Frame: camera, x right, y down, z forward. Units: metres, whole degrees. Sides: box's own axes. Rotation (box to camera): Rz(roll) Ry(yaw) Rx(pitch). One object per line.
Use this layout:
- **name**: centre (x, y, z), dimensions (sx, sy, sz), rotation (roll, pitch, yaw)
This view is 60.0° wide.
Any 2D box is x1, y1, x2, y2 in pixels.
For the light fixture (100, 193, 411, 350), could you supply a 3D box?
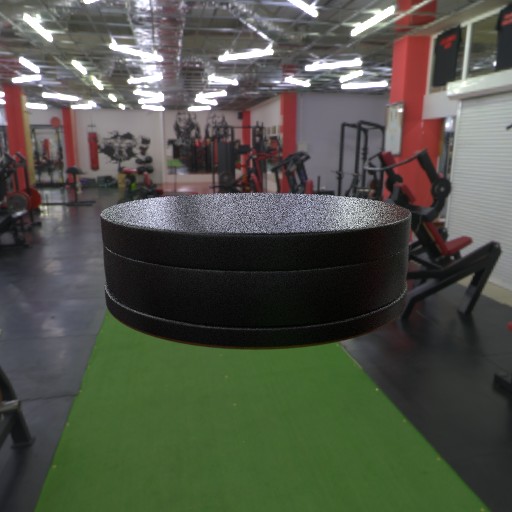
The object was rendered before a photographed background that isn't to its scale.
- **light fixture**: centre (0.000, 0.000, 0.433), dimensions (0.283, 0.097, 0.283), rotation (0, 13, 0)
